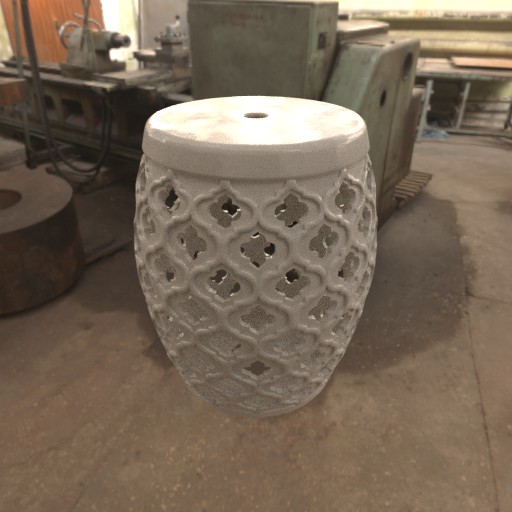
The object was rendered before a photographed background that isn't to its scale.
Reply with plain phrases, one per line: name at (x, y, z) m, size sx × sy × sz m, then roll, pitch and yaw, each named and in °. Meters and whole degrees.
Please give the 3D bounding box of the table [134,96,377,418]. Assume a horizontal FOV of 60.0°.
table at (0.000, 0.000, 0.627) m, size 0.325 × 0.388 × 0.325 m, roll 0°, pitch 30°, yaw 0°
